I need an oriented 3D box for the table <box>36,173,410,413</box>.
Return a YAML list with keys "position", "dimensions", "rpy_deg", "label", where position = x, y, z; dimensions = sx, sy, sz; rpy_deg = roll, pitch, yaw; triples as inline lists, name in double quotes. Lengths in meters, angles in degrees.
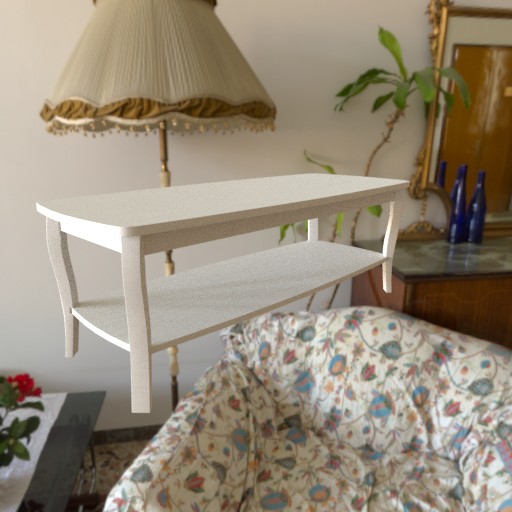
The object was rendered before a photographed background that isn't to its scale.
- position: [0.000, 0.000, 1.588]
  dimensions: [0.561, 0.474, 1.334]
  rpy_deg: [15, 22, 43]
  label: "table"
